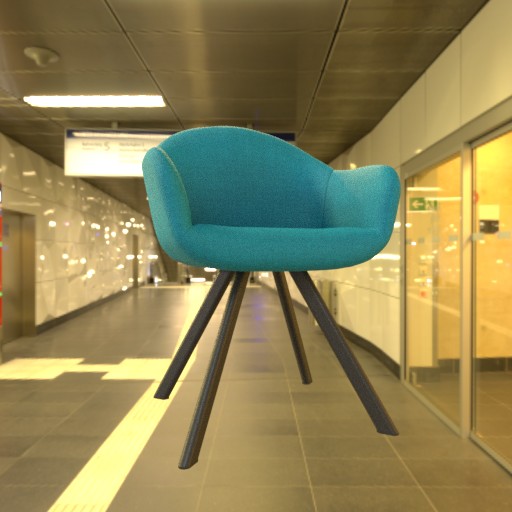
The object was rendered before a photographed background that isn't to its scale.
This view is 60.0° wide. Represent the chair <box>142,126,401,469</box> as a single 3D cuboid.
[{"bbox_3d":[0.000,0.000,1.163,0.590,0.795,0.550,0,0,-19],"label":"chair"}]
